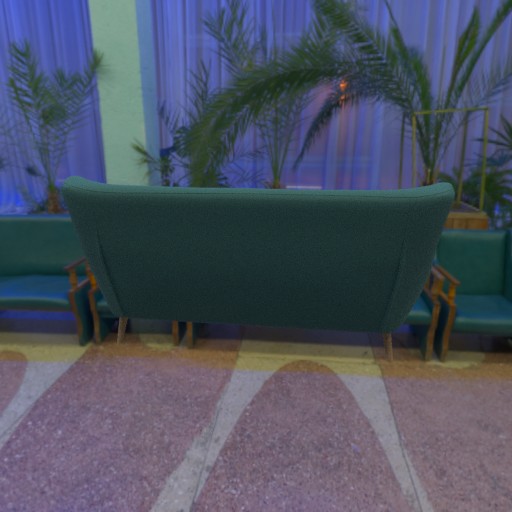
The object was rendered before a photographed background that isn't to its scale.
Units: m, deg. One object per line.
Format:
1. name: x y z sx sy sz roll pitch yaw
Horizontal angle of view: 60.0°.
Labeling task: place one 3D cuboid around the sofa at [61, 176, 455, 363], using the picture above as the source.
1. sofa: 0.000 0.000 2.413 1.930 0.890 0.889 2 17 7
